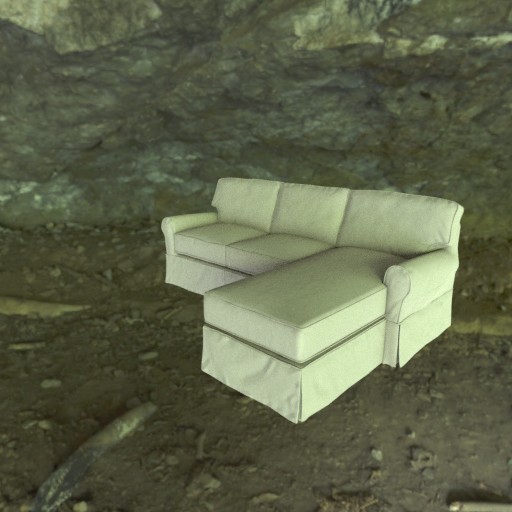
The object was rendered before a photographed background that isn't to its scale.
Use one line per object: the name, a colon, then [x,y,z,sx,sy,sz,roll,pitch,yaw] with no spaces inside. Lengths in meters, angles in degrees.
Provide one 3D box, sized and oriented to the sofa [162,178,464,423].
sofa: [0.000,0.000,3.386,2.475,0.978,1.733,14,21,42]
